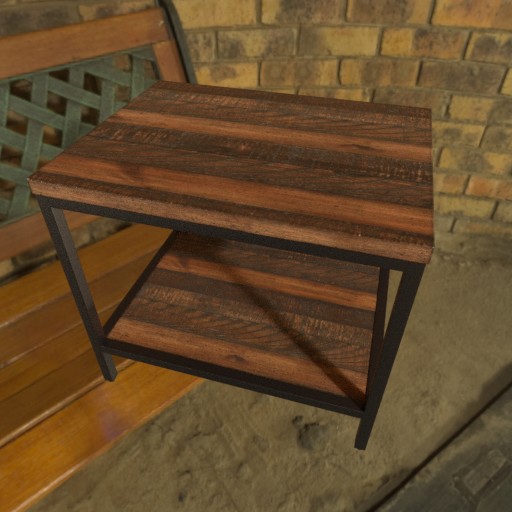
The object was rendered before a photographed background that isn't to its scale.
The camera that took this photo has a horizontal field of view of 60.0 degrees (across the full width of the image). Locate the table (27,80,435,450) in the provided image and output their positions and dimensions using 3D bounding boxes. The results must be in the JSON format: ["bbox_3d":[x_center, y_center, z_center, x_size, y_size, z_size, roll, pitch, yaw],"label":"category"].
[{"bbox_3d":[0.000,0.000,1.084,0.678,0.612,0.524,11,41,12],"label":"table"}]
